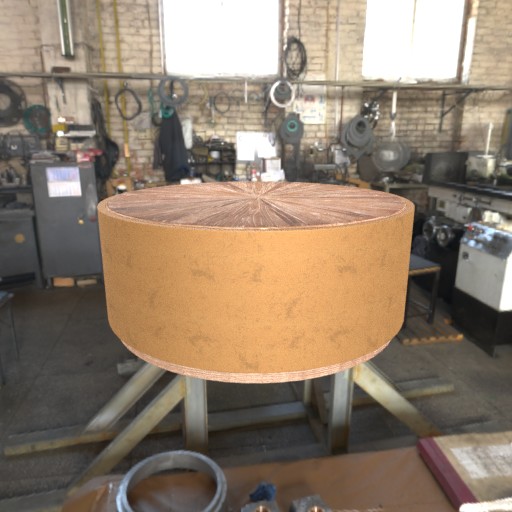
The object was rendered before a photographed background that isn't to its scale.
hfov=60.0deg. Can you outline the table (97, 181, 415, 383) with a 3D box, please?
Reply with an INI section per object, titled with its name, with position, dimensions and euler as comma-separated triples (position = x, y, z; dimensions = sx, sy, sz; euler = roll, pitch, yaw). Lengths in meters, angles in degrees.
[table]
position = 0.000, 0.000, 1.532
dimensions = 1.001, 0.409, 1.001
euler = 0, 16, 0
